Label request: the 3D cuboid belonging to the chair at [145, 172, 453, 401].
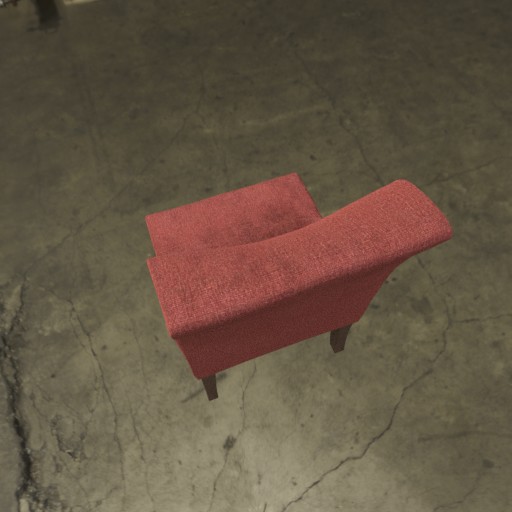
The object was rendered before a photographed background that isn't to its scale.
[{"bbox_3d":[0.000,0.000,1.234,0.538,0.846,0.640,-18,60,-10],"label":"chair"}]
